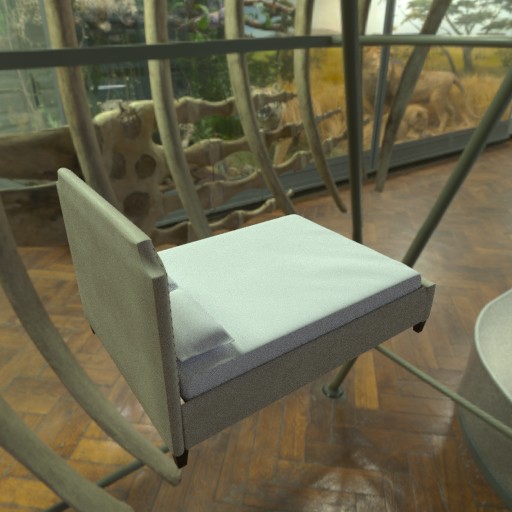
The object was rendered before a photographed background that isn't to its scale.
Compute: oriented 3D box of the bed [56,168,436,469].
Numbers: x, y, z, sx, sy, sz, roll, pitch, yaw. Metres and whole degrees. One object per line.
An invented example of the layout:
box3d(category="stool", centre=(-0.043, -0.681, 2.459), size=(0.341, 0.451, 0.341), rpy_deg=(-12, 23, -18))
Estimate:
box3d(category="bed", centre=(0.000, 0.000, 3.423), size=(2.372, 1.443, 1.712), rpy_deg=(-18, 32, -31))
